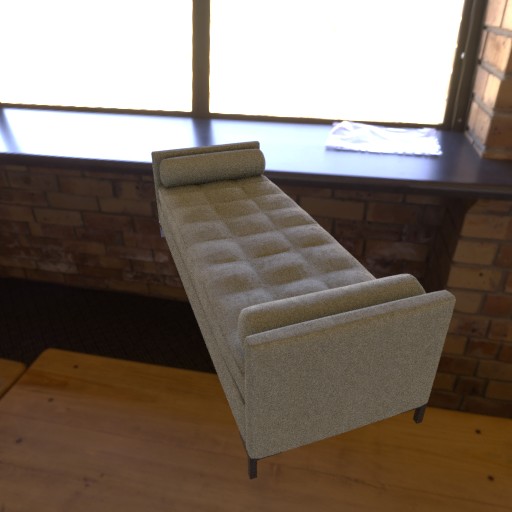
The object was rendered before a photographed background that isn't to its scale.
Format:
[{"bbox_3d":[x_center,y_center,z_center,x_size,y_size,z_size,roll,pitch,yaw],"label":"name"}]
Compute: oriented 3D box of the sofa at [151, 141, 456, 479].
[{"bbox_3d":[0.000,0.000,2.441,0.797,0.657,2.102,-10,32,-17],"label":"sofa"}]
